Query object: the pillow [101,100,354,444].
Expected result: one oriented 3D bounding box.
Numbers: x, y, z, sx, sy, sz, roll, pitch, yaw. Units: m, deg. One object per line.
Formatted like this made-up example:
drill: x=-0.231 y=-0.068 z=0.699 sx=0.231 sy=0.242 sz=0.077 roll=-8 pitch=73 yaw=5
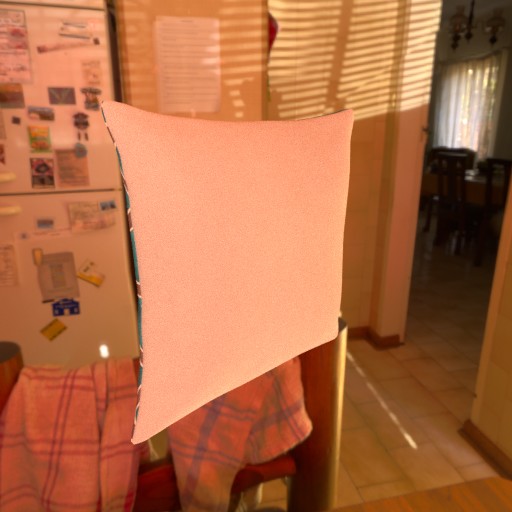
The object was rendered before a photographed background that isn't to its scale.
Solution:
pillow: x=0.000 y=0.000 z=0.786 sx=0.526 sy=0.507 sz=0.166 roll=-16 pitch=23 yaw=-41
